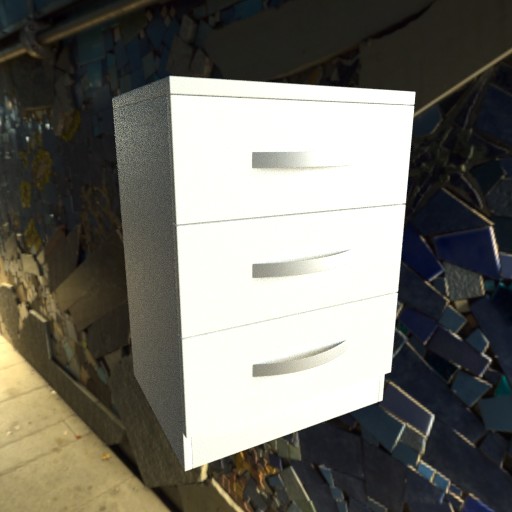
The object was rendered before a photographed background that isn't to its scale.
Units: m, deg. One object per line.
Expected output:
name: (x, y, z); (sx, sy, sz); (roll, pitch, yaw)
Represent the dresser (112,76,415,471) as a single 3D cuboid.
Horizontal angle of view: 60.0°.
dresser: (0.000, 0.000, 0.815); (0.400, 0.560, 0.360); (-8, 17, -27)
